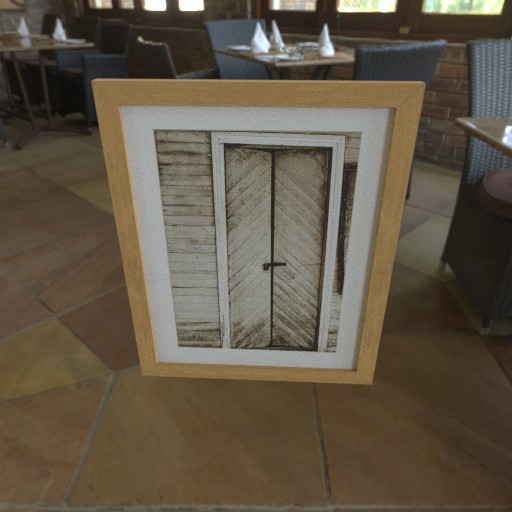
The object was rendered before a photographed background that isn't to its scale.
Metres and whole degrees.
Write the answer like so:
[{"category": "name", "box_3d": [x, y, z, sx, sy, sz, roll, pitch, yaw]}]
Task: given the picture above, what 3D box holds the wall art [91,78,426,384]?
[{"category": "wall art", "box_3d": [0.000, 0.000, 0.756, 0.460, 0.561, 0.020, 1, 30, 3]}]
